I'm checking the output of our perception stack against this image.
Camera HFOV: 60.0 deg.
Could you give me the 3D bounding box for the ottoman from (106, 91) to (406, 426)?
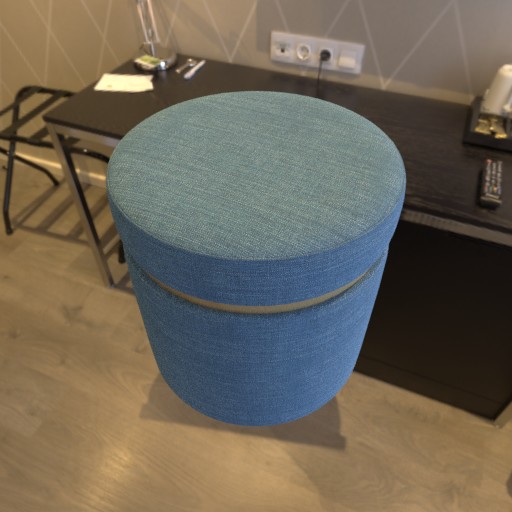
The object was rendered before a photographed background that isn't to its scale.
[{"bbox_3d":[0.000,0.000,0.723,0.398,0.406,0.398,0,45,0],"label":"ottoman"}]
